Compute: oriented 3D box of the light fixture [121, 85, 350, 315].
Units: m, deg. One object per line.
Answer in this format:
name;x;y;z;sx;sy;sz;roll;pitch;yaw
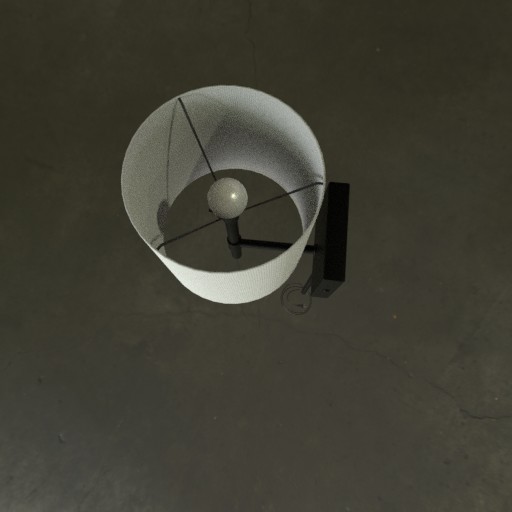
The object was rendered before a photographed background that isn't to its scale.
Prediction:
light fixture;0.000;0.000;0.693;0.248;0.589;0.188;5;76;1
